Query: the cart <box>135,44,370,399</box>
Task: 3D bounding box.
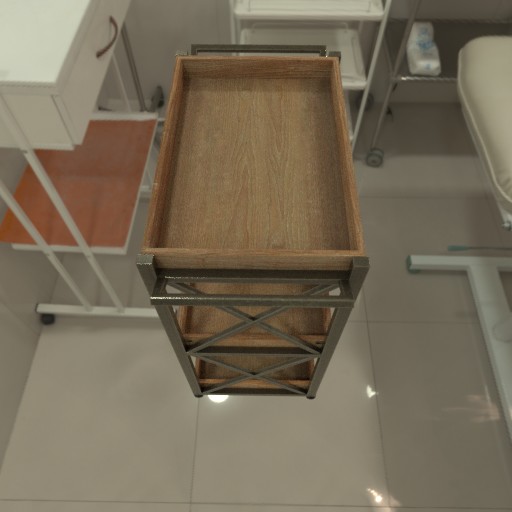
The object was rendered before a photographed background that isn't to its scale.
[{"bbox_3d":[0.000,0.000,1.194,0.377,0.835,0.673,1,58,0],"label":"cart"}]
